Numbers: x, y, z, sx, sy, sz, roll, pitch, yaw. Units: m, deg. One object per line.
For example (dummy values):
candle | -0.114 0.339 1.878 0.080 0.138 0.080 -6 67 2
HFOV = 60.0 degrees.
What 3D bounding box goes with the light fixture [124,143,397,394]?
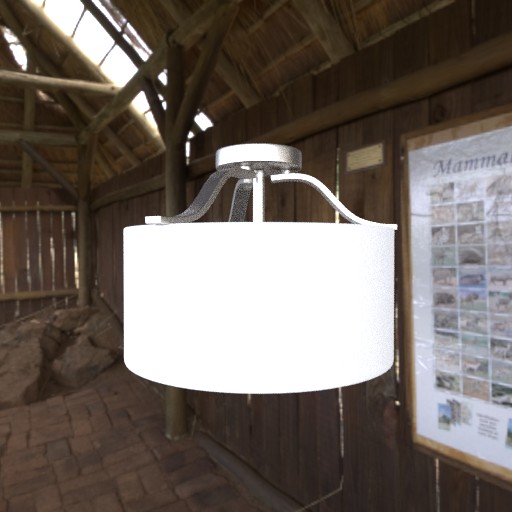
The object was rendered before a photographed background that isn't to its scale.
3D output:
light fixture | 0.000 0.000 0.650 0.395 0.304 0.395 0 1 0
